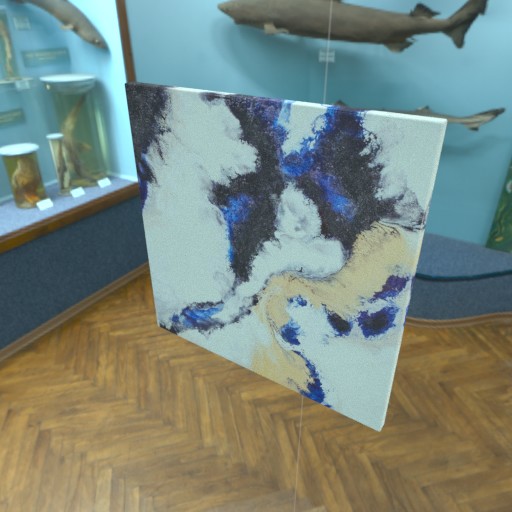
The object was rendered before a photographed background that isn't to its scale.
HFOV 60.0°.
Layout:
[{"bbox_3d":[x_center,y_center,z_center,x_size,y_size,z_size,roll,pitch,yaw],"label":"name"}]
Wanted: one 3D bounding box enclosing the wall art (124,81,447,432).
[{"bbox_3d":[0.000,0.000,1.295,0.887,0.885,0.038,18,34,29],"label":"wall art"}]
